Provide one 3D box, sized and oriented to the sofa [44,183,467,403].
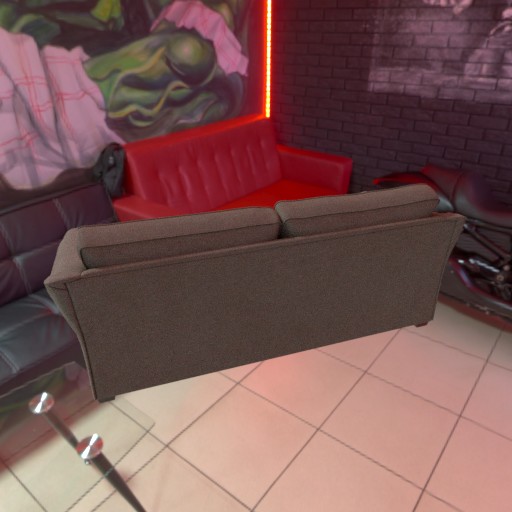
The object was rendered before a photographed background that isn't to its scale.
[{"bbox_3d":[0.000,0.000,2.748,2.270,0.906,0.986,-9,29,-17],"label":"sofa"}]
